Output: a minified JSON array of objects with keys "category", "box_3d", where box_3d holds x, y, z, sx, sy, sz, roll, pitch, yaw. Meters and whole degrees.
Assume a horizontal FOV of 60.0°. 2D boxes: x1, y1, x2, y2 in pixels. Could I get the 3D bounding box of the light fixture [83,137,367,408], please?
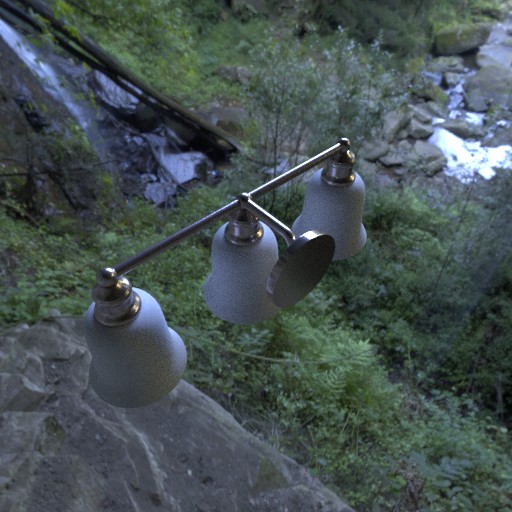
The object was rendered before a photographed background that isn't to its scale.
[{"category":"light fixture","box_3d":[0.000,0.000,0.674,0.570,0.211,0.198,-33,55,-27]}]
